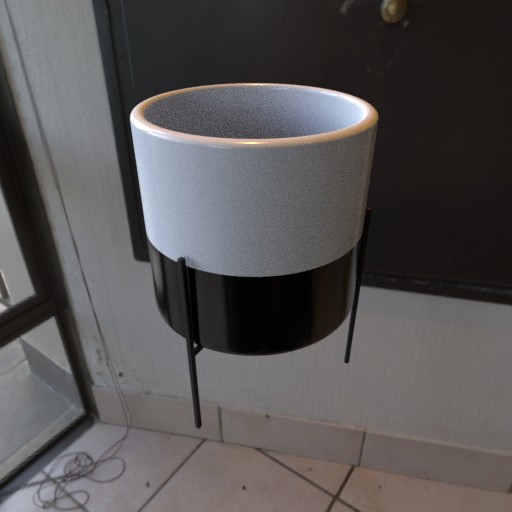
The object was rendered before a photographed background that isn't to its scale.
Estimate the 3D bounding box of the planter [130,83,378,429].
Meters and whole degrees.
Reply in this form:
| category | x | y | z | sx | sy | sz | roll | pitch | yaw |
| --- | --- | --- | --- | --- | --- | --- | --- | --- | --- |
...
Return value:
| category | x | y | z | sx | sy | sz | roll | pitch | yaw |
| --- | --- | --- | --- | --- | --- | --- | --- | --- | --- |
| planter | 0.000 | 0.000 | 0.657 | 0.310 | 0.432 | 0.310 | 9 | 33 | 14 |
